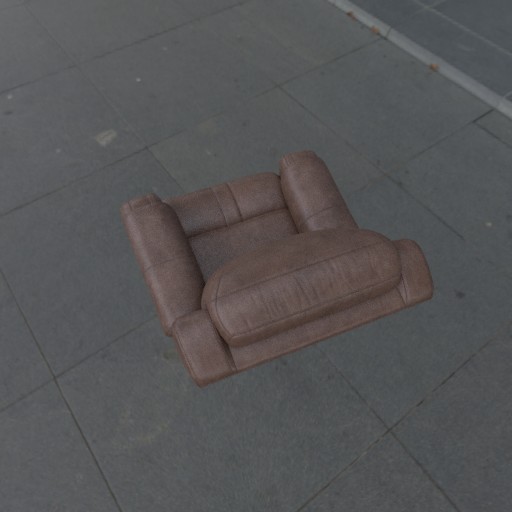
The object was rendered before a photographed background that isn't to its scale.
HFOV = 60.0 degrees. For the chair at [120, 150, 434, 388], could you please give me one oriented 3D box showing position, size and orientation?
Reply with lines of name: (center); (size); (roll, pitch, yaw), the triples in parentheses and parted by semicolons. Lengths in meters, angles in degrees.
chair: (0.000, 0.000, 1.816); (0.940, 0.990, 1.067); (-18, 59, -11)
